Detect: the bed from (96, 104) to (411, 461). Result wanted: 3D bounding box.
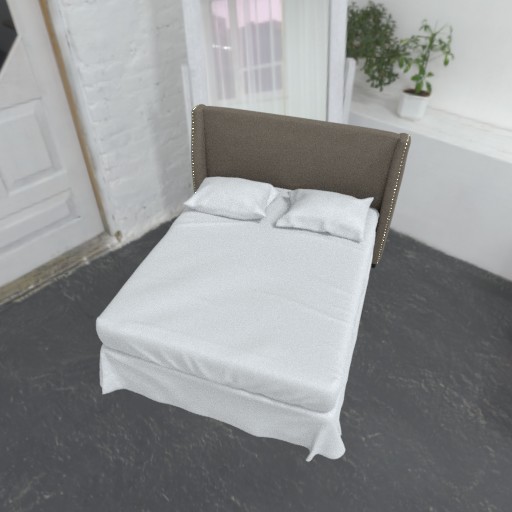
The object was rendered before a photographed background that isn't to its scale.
[{"bbox_3d":[0.000,0.000,3.459,1.925,1.332,2.276,13,43,14],"label":"bed"}]
